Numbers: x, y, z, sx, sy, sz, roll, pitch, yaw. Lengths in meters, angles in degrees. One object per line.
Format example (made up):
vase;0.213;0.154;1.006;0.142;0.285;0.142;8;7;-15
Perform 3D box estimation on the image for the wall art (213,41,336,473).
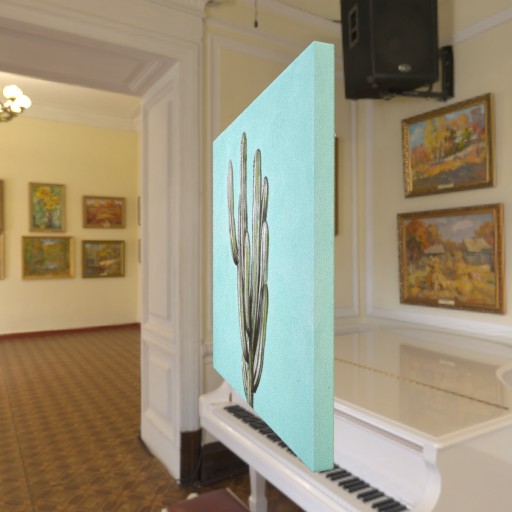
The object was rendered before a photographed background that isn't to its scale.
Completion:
wall art;0.000;0.000;1.613;0.070;1.073;1.071;0;1;-19
